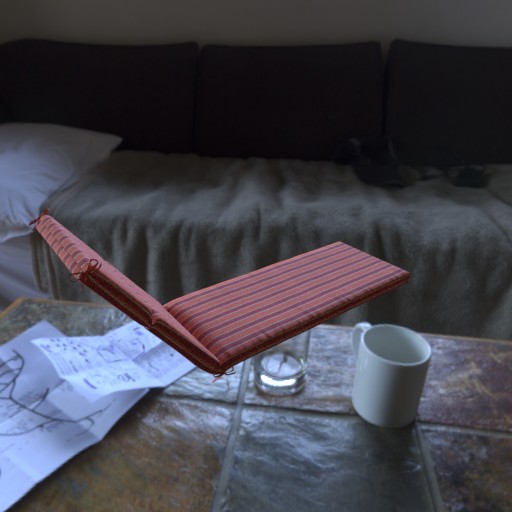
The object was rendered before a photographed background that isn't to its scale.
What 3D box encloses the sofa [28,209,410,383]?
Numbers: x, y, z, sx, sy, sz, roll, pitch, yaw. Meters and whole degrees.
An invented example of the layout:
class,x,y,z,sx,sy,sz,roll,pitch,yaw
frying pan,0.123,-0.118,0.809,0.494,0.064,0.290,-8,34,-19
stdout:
class,x,y,z,sx,sy,sz,roll,pitch,yaw
sofa,0.000,0.000,1.965,1.663,0.622,0.582,-18,31,-33
